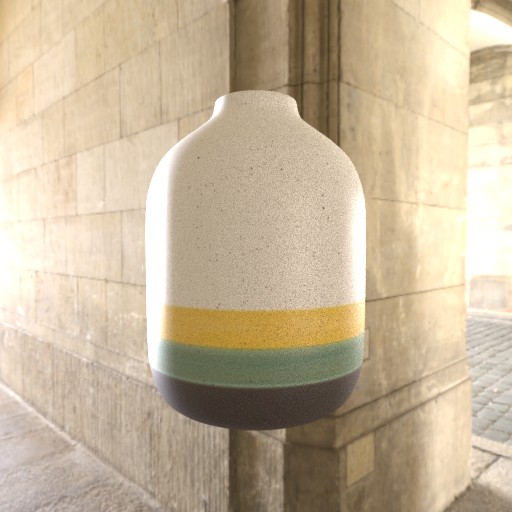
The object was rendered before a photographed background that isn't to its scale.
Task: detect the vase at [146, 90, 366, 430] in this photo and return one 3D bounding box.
[{"bbox_3d":[0.000,0.000,0.352,0.169,0.240,0.169,0,2,0],"label":"vase"}]
